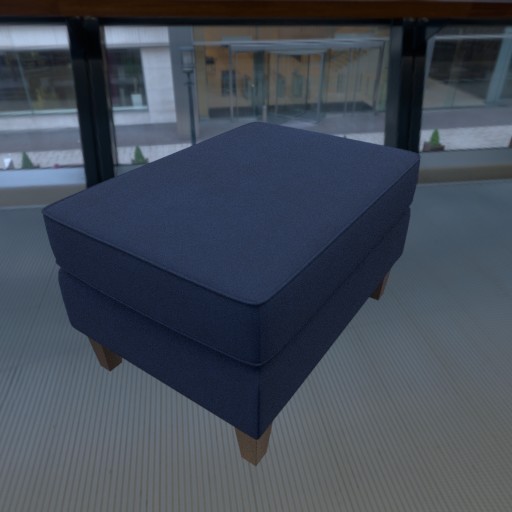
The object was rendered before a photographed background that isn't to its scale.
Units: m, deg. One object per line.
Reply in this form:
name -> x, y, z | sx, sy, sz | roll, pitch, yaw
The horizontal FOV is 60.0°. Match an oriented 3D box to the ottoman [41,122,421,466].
ottoman -> 0.000, 0.000, 1.393 | 0.686, 0.584, 0.965 | 21, 38, 29
